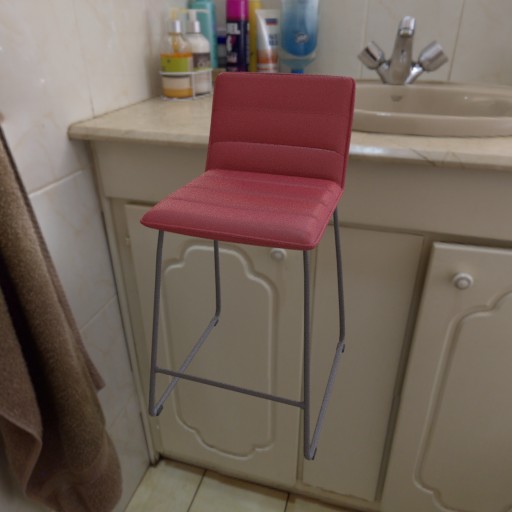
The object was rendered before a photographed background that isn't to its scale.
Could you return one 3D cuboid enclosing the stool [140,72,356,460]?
[{"bbox_3d":[0.000,0.000,1.188,0.489,0.866,0.524,9,29,16],"label":"stool"}]
